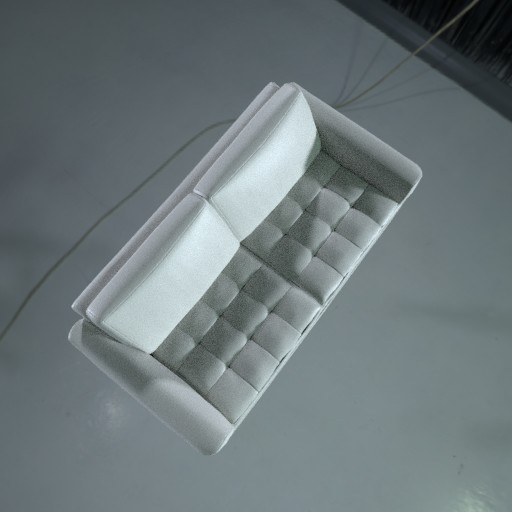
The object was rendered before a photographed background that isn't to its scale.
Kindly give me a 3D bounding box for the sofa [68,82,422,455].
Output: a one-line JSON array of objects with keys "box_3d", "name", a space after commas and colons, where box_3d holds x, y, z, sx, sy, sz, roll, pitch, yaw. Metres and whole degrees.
[{"box_3d": [0.000, 0.000, 2.782, 1.121, 0.930, 2.177, 37, 78, 9], "name": "sofa"}]
